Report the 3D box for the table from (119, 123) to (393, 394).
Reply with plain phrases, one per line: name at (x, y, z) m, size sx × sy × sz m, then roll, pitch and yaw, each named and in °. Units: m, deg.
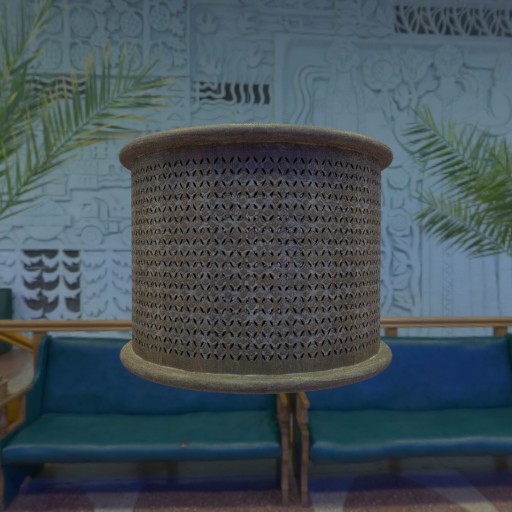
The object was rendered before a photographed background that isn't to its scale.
table at (0.000, 0.000, 1.030) m, size 0.607 × 0.450 × 0.607 m, roll 0°, pitch 1°, yaw 0°
